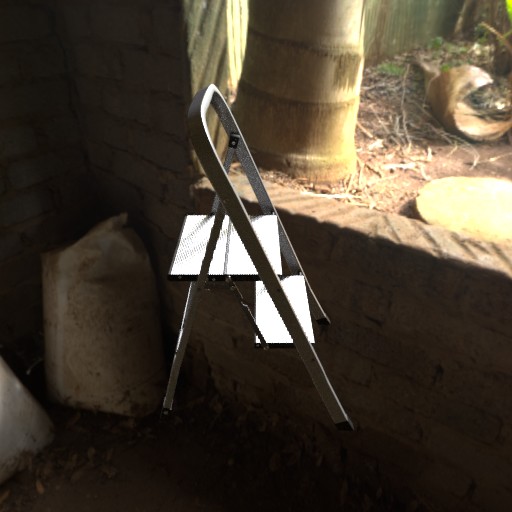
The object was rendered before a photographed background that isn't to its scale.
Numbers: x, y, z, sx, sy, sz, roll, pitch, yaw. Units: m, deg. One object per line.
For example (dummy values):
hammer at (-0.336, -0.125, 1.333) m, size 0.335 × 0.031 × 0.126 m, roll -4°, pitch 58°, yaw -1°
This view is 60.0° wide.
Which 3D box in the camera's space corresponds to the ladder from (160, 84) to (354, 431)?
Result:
ladder at (0.000, 0.000, 1.179) m, size 0.530 × 0.830 × 0.465 m, roll 0°, pitch 32°, yaw 0°
